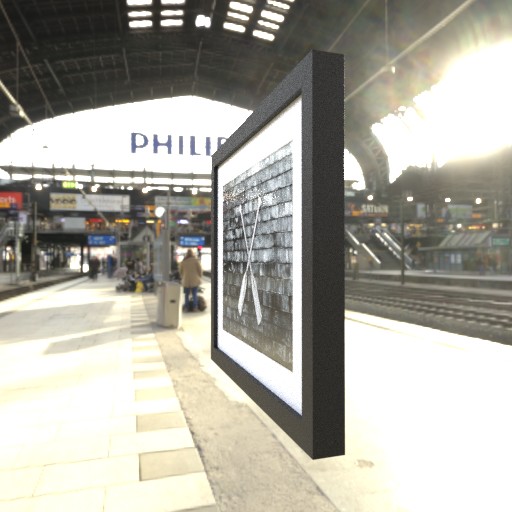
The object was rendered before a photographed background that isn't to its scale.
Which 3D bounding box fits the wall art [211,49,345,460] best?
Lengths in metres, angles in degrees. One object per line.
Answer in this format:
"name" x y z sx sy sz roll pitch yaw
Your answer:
"wall art" 0.000 0.000 0.541 0.029 0.330 0.381 0 -1 -18
